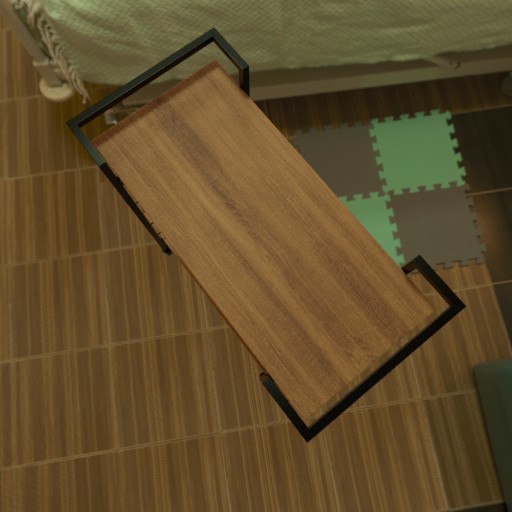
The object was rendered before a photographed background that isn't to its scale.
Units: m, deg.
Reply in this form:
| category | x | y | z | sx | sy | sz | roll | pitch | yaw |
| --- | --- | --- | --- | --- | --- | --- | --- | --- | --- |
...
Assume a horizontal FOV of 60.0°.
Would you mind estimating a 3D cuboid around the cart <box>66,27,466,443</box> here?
| category | x | y | z | sx | sy | sz | roll | pitch | yaw |
| --- | --- | --- | --- | --- | --- | --- | --- | --- | --- |
| cart | 0.000 | 0.000 | 1.264 | 0.406 | 0.762 | 0.806 | -37 | 78 | -9 |
